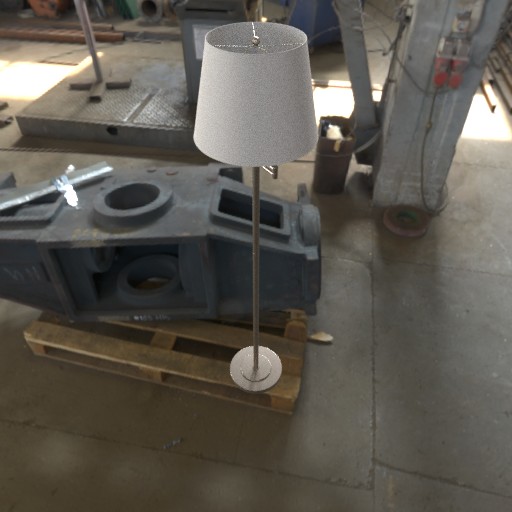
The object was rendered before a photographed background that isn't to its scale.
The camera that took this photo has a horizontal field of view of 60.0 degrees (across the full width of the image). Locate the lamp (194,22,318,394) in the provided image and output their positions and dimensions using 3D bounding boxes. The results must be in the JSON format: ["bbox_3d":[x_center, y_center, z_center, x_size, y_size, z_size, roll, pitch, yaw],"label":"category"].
[{"bbox_3d":[0.000,0.000,1.593,0.355,1.473,0.355,0,43,0],"label":"lamp"}]
